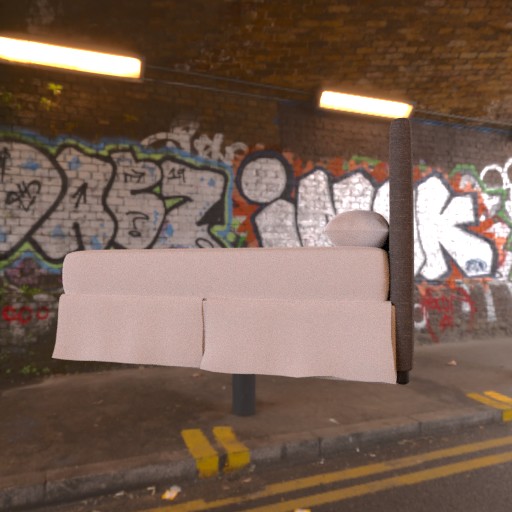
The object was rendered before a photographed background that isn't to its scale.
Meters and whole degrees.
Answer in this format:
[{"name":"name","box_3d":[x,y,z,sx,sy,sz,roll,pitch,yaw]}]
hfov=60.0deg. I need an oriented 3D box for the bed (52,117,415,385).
[{"name":"bed","box_3d":[0.000,0.000,3.211,2.142,1.330,1.723,0,-1,19]}]
